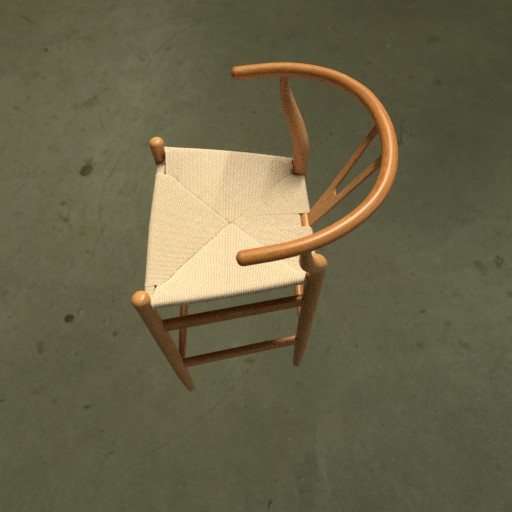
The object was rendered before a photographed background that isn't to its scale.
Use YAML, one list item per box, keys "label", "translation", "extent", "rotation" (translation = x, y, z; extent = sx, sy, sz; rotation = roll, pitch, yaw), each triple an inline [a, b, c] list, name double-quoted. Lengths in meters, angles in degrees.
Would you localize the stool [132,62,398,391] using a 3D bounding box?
- label: "stool"
  translation: [0.000, 0.000, 1.321]
  extent: [0.579, 0.970, 0.569]
  rotation: [-2, 58, -1]
